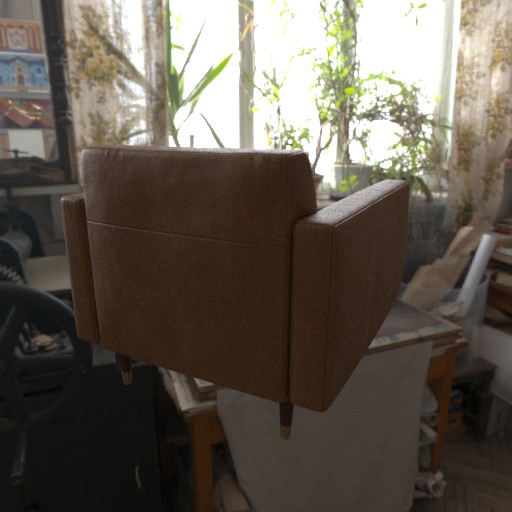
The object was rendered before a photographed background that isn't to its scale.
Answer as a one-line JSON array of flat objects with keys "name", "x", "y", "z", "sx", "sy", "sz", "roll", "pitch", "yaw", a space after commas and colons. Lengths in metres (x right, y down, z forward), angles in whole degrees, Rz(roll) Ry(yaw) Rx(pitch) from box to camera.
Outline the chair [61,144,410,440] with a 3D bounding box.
[{"name": "chair", "x": 0.000, "y": 0.000, "z": 1.647, "sx": 0.953, "sy": 0.819, "sz": 0.998, "roll": 9, "pitch": 18, "yaw": 27}]
